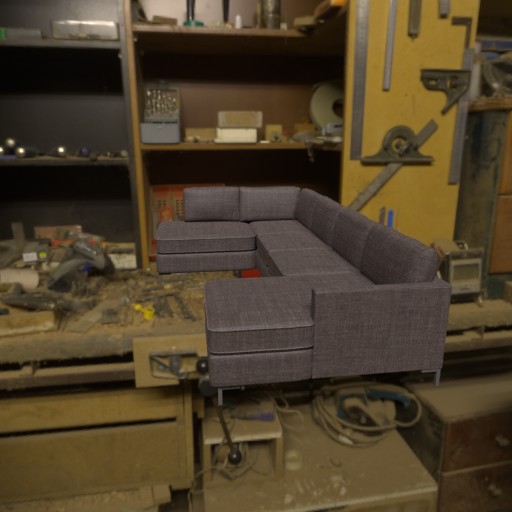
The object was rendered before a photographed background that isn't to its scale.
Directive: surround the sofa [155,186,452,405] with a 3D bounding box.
[{"bbox_3d":[0.000,0.000,4.335,2.048,0.999,3.423,-2,16,-8],"label":"sofa"}]
